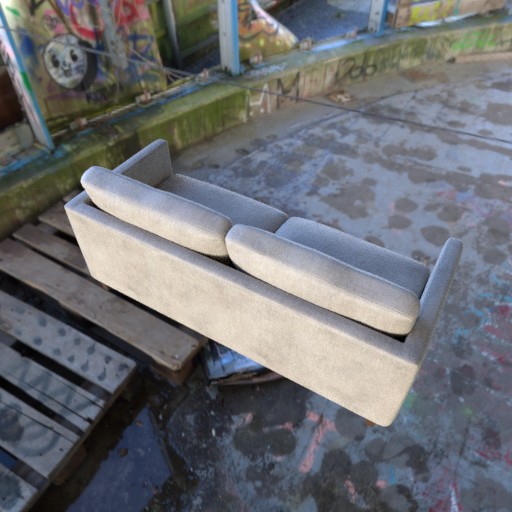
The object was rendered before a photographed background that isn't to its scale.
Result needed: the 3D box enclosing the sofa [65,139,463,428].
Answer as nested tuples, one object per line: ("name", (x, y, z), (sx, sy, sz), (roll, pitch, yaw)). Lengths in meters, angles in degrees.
("sofa", (0.000, 0.000, 2.779), (2.208, 0.965, 0.951), (23, 50, 21))
